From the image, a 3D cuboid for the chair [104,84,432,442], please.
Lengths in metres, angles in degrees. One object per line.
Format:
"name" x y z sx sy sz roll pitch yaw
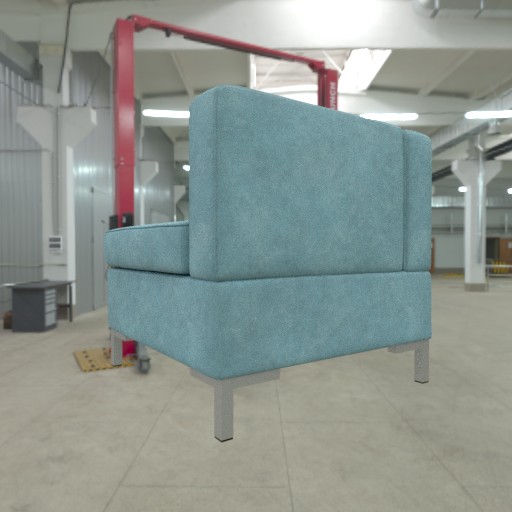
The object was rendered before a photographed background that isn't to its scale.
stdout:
"chair" 0.000 0.000 1.240 0.684 0.660 0.691 -1 1 -35
